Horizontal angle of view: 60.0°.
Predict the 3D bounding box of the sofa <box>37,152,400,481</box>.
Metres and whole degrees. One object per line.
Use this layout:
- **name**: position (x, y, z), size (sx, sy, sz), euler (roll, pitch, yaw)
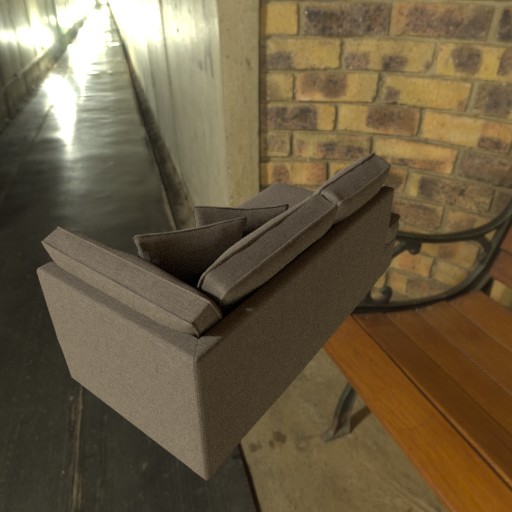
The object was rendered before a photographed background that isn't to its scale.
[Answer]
- **sofa**: position (0.000, 0.000, 2.808), size (1.110, 1.033, 2.237), euler (21, 38, 30)
